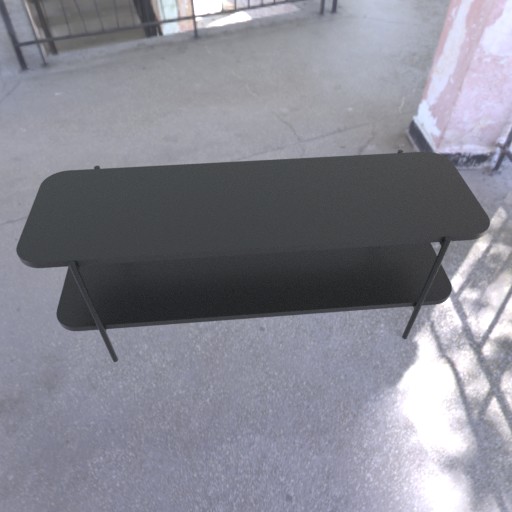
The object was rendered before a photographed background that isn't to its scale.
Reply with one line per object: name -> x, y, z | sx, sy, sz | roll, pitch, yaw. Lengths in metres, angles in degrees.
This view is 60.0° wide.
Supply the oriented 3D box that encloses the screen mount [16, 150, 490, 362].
screen mount -> 0.000, 0.000, 1.368 | 1.200, 0.447, 0.400 | -4, 47, -4
